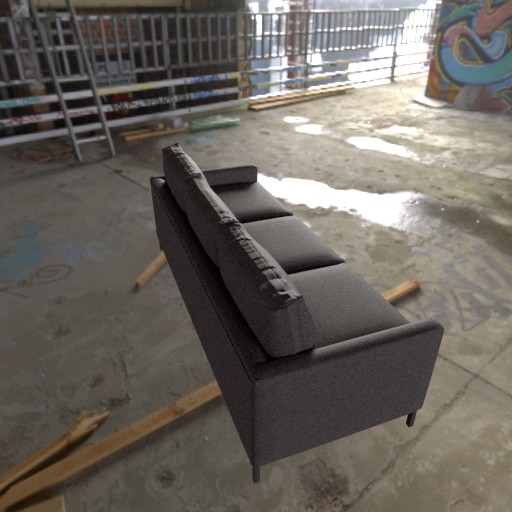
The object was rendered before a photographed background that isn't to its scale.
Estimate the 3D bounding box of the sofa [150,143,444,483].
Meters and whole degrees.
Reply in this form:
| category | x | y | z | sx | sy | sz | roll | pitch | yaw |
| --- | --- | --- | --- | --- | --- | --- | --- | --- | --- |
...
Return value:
| category | x | y | z | sx | sy | sz | roll | pitch | yaw |
| --- | --- | --- | --- | --- | --- | --- | --- | --- | --- |
| sofa | 0.000 | 0.000 | 2.675 | 0.876 | 0.882 | 2.253 | -11 | 32 | -18 |
